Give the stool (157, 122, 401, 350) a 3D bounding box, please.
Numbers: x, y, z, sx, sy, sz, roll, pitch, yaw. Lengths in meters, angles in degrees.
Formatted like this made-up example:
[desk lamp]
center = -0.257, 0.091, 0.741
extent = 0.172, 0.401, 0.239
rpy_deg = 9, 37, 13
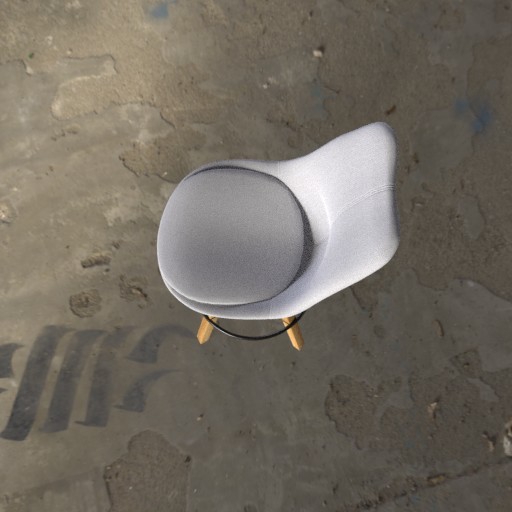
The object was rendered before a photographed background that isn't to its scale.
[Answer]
[stool]
center = 0.000, 0.000, 1.381
extent = 0.550, 1.115, 0.484
rpy_deg = 3, 74, 1
